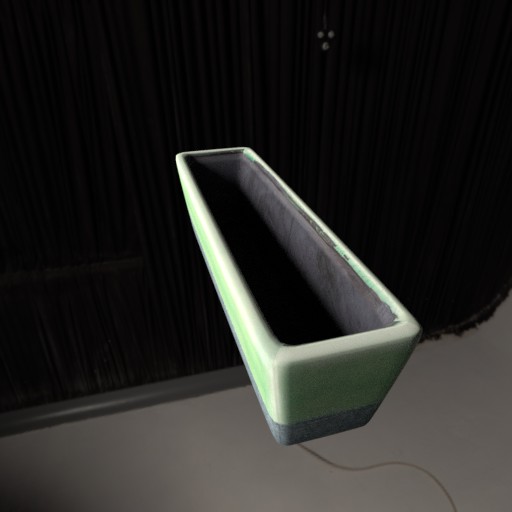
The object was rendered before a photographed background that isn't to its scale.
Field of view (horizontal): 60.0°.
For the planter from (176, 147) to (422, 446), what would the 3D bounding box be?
[{"bbox_3d":[0.000,0.000,0.307,0.072,0.072,0.275,-8,31,-14],"label":"planter"}]
